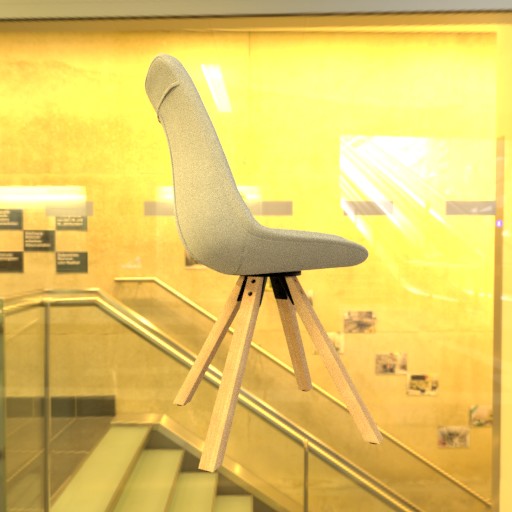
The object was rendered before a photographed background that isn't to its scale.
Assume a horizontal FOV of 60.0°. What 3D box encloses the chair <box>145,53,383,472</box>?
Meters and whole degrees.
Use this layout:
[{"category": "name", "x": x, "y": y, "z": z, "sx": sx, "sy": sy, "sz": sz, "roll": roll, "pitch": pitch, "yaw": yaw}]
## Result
[{"category": "chair", "x": 0.000, "y": 0.000, "z": 1.137, "sx": 0.549, "sy": 0.863, "sz": 0.474, "roll": 0, "pitch": 1, "yaw": -18}]
